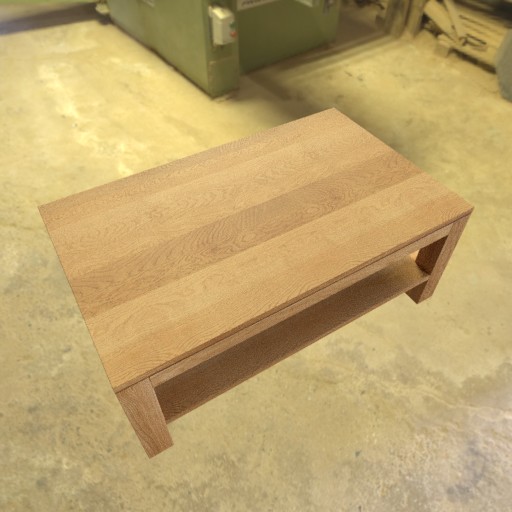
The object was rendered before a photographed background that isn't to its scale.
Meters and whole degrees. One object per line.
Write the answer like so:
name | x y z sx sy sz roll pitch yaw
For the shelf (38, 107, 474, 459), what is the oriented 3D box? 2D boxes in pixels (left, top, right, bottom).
shelf | 0.000 0.000 1.529 1.150 0.450 0.700 -24 52 -20
